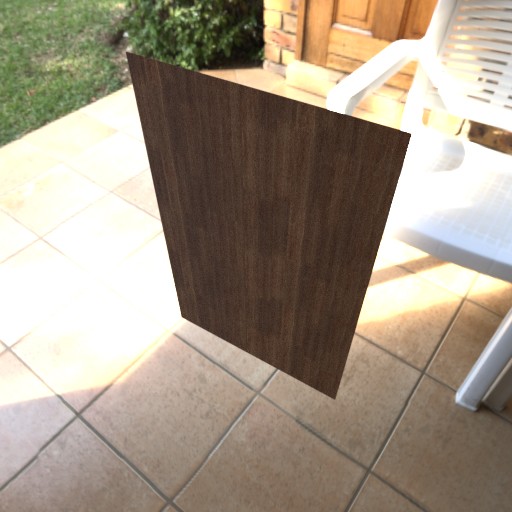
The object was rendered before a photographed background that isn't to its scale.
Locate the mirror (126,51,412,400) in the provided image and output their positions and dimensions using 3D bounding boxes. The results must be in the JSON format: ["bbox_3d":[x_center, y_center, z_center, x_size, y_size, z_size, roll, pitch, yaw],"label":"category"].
[{"bbox_3d":[0.000,0.000,1.251,0.651,1.010,0.047,24,51,21],"label":"mirror"}]
